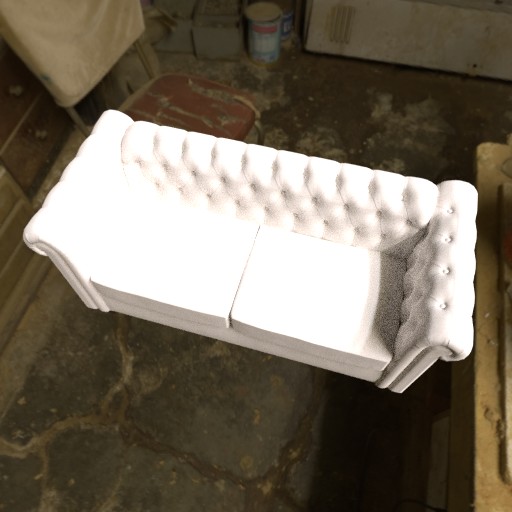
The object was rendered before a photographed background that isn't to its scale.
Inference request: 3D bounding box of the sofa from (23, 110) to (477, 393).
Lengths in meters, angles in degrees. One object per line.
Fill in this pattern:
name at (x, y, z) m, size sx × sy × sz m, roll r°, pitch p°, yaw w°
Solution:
sofa at (0.000, 0.000, 2.144) m, size 1.798 × 0.796 × 0.771 m, roll 14°, pitch 60°, yaw 8°
